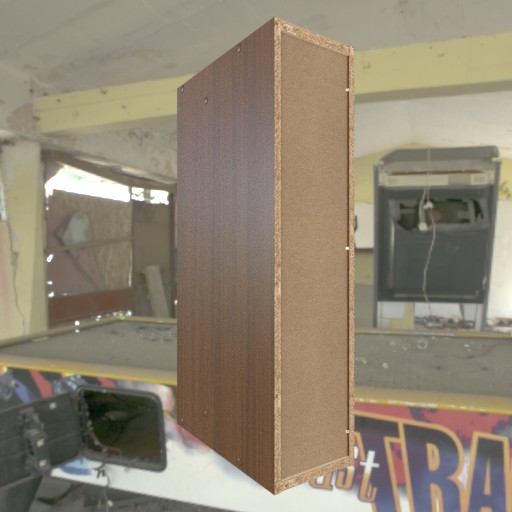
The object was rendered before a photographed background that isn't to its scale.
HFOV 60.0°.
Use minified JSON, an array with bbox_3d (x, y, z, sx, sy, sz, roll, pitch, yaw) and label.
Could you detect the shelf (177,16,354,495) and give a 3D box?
[{"bbox_3d":[0.000,0.000,0.715,0.147,0.600,0.290,0,0,-35],"label":"shelf"}]
